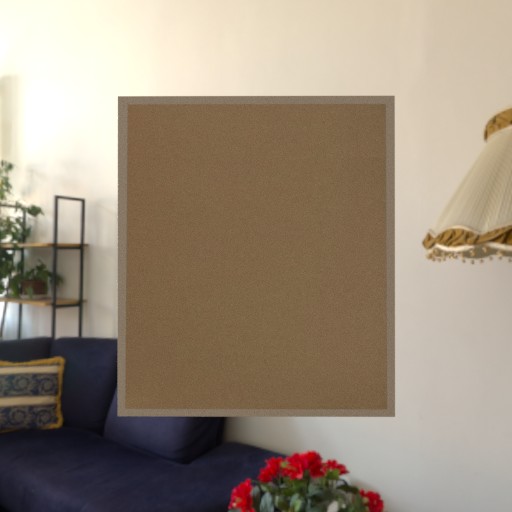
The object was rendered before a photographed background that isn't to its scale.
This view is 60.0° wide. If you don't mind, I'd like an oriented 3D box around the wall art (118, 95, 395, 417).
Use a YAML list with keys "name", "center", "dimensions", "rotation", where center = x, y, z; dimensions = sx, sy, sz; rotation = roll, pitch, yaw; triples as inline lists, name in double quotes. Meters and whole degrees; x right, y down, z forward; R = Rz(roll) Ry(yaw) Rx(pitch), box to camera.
- name: "wall art"
  center: [0.000, 0.000, 0.775]
  dimensions: [0.482, 0.557, 0.012]
  rotation: [0, 0, 0]
